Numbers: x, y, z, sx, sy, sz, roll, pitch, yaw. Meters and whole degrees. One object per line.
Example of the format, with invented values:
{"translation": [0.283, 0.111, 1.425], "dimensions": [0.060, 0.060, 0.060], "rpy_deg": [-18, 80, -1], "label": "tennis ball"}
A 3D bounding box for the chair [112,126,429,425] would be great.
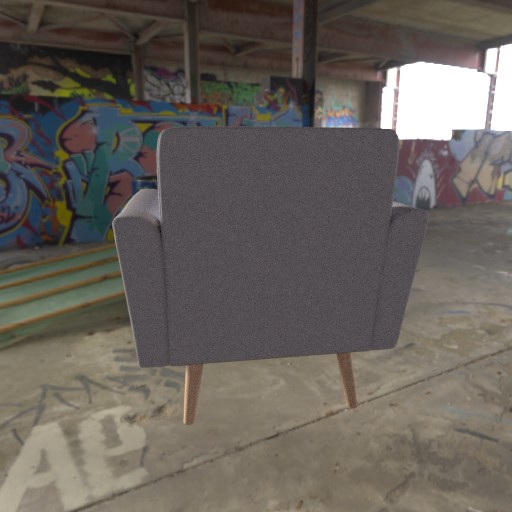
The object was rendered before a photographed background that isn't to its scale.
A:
{"translation": [0.000, 0.000, 1.434], "dimensions": [0.780, 0.780, 0.750], "rpy_deg": [-2, 14, -9], "label": "chair"}
